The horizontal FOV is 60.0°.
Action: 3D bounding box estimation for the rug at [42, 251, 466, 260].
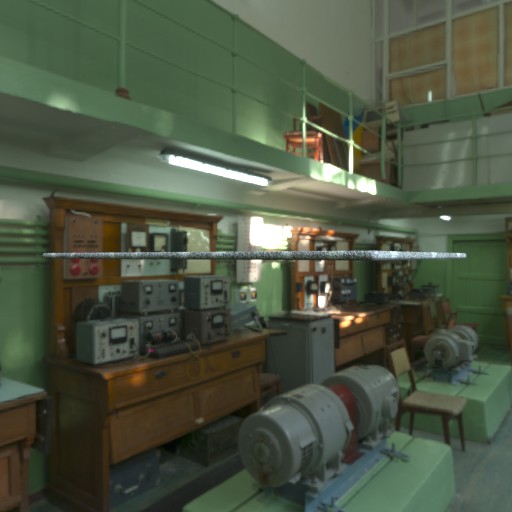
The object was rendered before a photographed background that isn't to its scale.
[{"bbox_3d":[0.000,0.000,2.078,1.600,0.025,1.200,0,0,36],"label":"rug"}]
